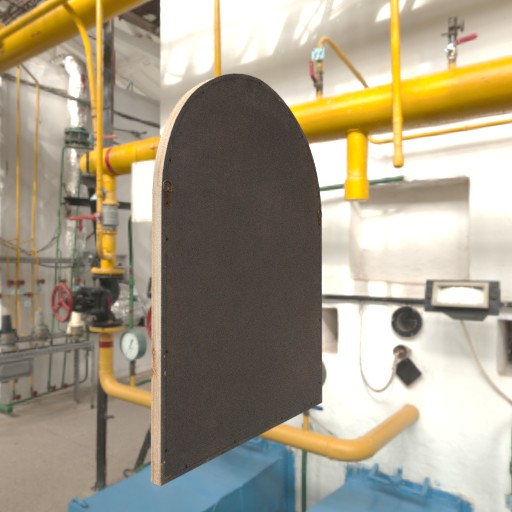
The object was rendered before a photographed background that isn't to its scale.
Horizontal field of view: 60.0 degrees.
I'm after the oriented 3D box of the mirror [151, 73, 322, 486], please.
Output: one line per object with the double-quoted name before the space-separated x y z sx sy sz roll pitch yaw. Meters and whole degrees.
"mirror" 0.000 0.000 1.155 0.032 0.920 0.660 -1 -1 37
